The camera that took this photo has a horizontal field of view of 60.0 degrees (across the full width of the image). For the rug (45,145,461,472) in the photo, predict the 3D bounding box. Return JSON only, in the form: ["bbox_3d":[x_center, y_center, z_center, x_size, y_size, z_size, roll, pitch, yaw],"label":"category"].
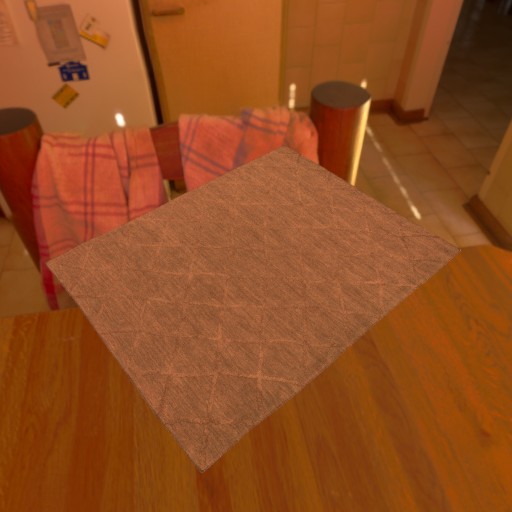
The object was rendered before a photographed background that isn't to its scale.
[{"bbox_3d":[0.000,0.000,4.115,3.048,0.013,2.438,-32,54,-27],"label":"rug"}]
